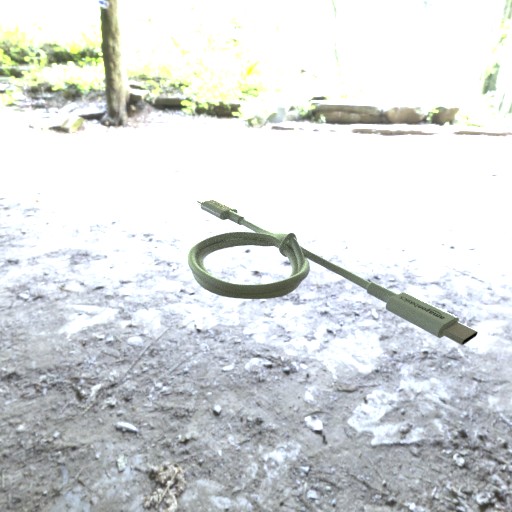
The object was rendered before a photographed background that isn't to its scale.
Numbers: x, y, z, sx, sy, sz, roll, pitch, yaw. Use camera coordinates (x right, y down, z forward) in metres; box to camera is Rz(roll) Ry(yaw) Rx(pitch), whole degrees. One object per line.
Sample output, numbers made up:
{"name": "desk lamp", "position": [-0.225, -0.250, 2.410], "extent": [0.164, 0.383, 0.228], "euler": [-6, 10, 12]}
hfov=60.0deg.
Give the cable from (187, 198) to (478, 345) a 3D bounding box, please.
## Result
{"name": "cable", "position": [0.000, 0.000, 0.227], "extent": [0.070, 0.014, 0.203], "euler": [-18, 31, -33]}
